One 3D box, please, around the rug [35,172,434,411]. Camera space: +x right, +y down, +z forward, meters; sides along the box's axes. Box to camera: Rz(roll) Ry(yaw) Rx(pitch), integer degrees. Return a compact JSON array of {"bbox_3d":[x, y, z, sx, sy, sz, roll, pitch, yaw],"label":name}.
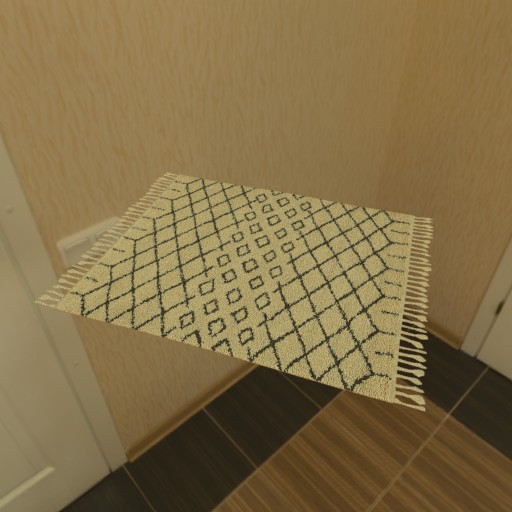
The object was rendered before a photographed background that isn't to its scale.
[{"bbox_3d":[0.000,0.000,4.255,3.213,0.030,2.388,12,41,14],"label":"rug"}]
